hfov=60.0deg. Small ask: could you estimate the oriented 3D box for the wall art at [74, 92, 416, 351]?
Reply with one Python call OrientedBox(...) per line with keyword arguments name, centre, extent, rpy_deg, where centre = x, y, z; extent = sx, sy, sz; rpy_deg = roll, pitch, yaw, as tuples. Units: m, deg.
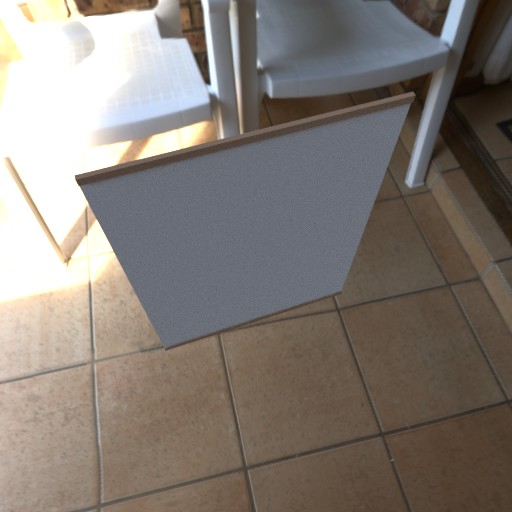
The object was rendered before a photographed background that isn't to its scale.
OrientedBox(name="wall art", centre=(0.000, 0.000, 1.376), extent=(0.758, 1.016, 0.013), rpy_deg=(-17, 60, -10))
